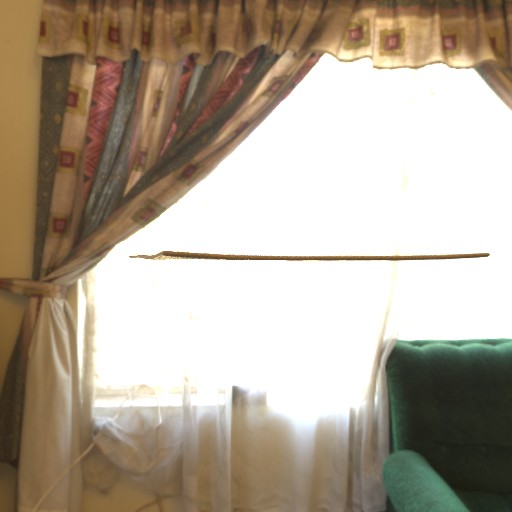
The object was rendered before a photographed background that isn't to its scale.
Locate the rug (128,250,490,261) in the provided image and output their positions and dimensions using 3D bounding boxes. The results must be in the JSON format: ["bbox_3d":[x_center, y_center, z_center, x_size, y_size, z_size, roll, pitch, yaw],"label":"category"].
[{"bbox_3d":[0.000,0.000,3.009,1.553,0.053,2.430,0,0,-19],"label":"rug"}]
